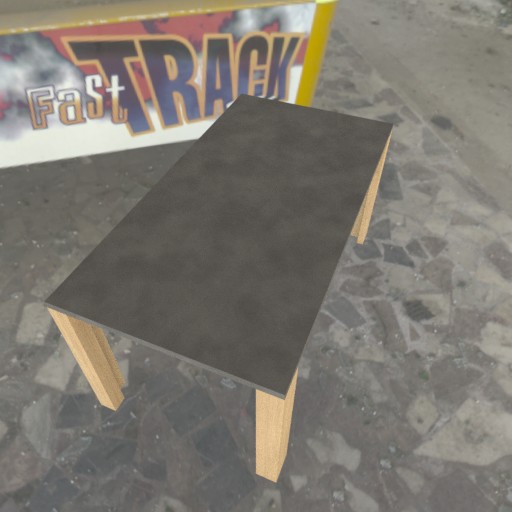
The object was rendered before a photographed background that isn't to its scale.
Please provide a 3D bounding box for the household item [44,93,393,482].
[{"bbox_3d":[0.000,0.000,2.136,0.850,0.755,1.600,17,49,16],"label":"household item"}]
